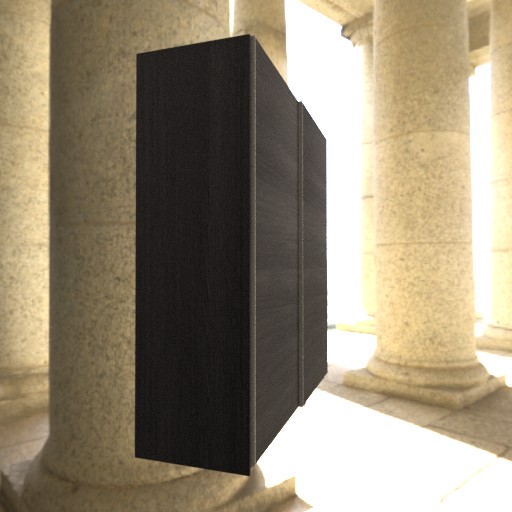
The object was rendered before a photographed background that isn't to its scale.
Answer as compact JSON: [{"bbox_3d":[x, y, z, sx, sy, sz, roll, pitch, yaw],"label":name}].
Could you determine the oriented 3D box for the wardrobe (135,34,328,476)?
[{"bbox_3d":[0.000,0.000,2.886,0.629,1.960,1.780,0,-1,19],"label":"wardrobe"}]
